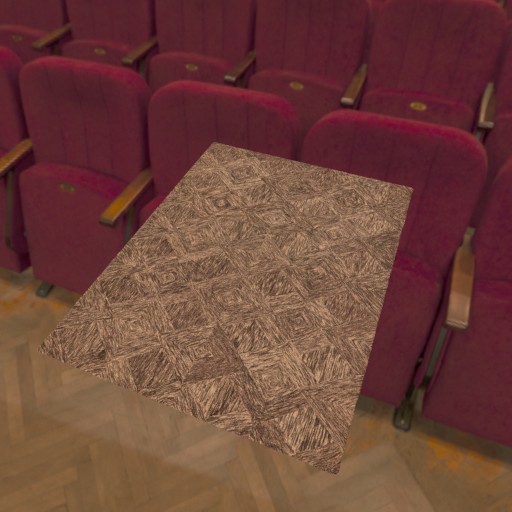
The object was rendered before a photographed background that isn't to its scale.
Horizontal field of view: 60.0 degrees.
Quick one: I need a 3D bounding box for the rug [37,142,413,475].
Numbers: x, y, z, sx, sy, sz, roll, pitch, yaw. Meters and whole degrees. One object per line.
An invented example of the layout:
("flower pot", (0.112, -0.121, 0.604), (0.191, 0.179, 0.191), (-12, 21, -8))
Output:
("rug", (0.000, 0.000, 4.181), (2.448, 0.017, 3.204), (17, 49, 15))
